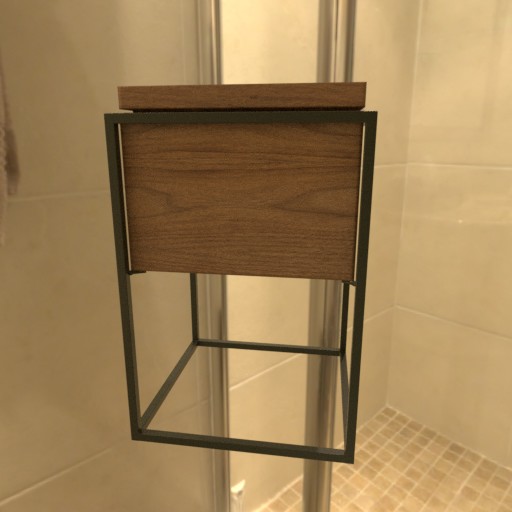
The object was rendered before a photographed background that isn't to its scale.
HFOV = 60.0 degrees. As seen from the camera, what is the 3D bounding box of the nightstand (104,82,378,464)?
[{"bbox_3d":[0.000,0.000,0.887,0.397,0.607,0.397,2,15,9],"label":"nightstand"}]
